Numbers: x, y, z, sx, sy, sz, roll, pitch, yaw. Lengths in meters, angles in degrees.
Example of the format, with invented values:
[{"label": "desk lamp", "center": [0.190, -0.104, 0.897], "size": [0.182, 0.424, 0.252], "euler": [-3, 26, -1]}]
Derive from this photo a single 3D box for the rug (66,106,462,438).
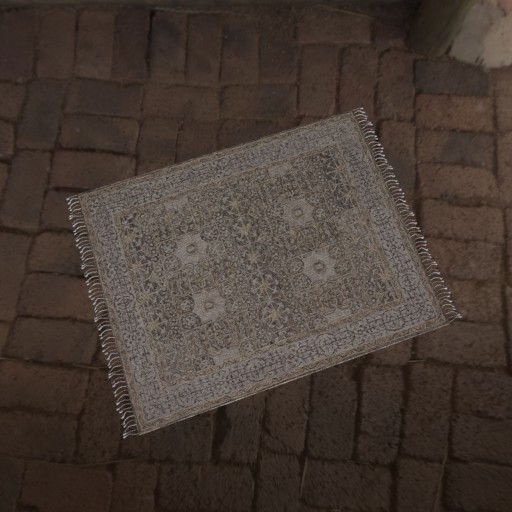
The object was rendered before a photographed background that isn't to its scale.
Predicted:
[{"label": "rug", "center": [0.000, 0.000, 4.343], "size": [3.291, 0.017, 2.431], "euler": [-18, 76, -5]}]
